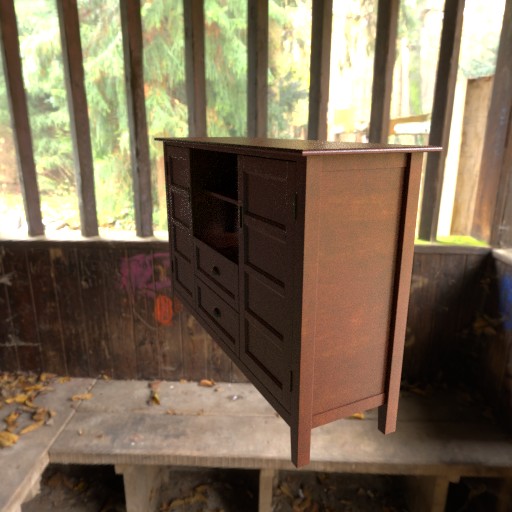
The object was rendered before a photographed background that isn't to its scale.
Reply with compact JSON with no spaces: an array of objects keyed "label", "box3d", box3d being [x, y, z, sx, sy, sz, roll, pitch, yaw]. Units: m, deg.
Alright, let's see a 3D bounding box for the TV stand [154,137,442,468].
[{"label":"TV stand","box3d":[0.000,0.000,1.815,0.445,0.915,1.372,-8,18,-25]}]
